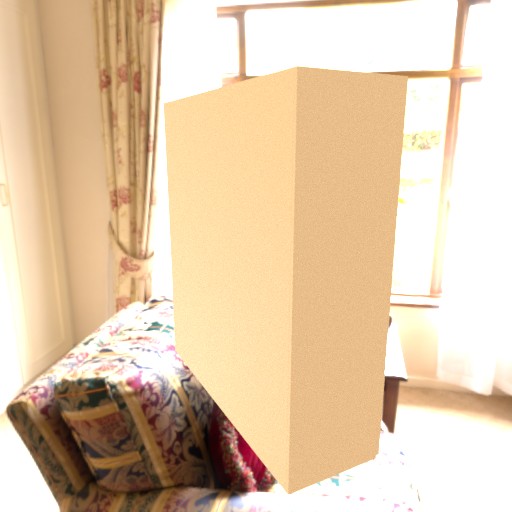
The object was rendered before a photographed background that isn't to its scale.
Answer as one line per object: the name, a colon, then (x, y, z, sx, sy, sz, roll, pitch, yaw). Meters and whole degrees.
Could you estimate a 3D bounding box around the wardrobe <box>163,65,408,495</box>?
wardrobe: (0.000, 0.000, 2.910, 0.600, 2.020, 1.830, -7, 16, -27)
